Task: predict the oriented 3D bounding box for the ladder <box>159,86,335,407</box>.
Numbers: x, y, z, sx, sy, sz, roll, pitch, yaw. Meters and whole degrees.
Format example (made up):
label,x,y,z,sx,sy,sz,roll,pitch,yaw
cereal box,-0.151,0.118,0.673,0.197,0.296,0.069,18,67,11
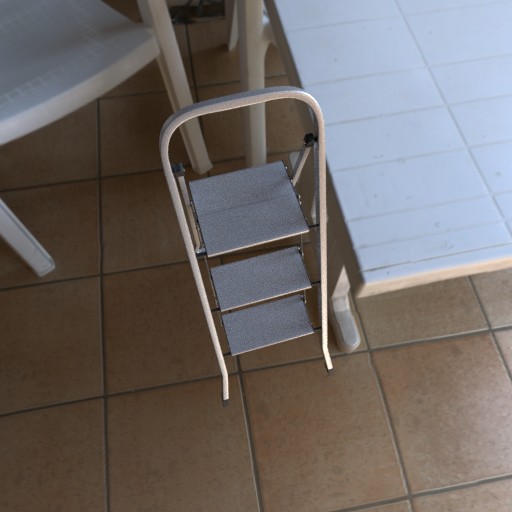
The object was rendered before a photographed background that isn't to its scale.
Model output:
label,x,y,z,sx,sy,sz,roll,pitch,yaw
ladder,0.000,0.000,1.436,0.465,1.070,0.704,-14,65,-7
